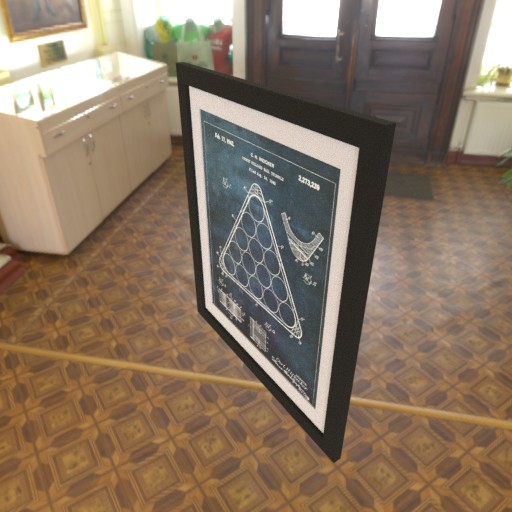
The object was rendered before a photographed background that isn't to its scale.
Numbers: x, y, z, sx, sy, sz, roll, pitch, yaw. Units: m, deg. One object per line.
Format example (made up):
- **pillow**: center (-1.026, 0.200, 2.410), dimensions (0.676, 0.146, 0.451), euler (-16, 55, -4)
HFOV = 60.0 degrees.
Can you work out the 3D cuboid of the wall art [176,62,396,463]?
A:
- **wall art**: center (0.000, 0.000, 0.492), dimensions (0.010, 0.361, 0.311), euler (-20, 37, -29)
